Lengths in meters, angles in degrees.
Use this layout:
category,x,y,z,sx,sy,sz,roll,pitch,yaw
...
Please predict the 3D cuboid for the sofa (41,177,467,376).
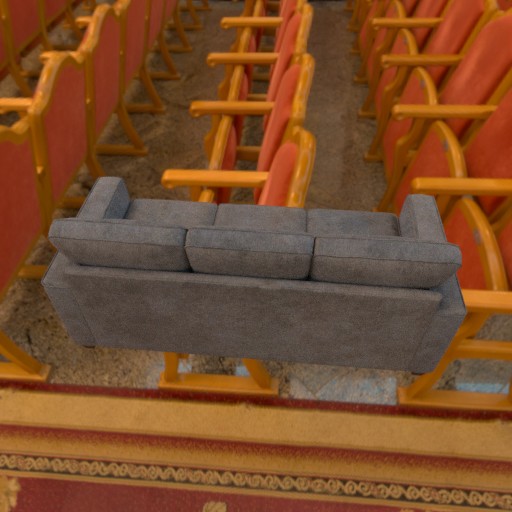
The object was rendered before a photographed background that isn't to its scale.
category,x,y,z,sx,sy,sz,roll,pitch,yaw
sofa,0.000,0.000,2.609,2.133,0.965,0.939,4,47,4
